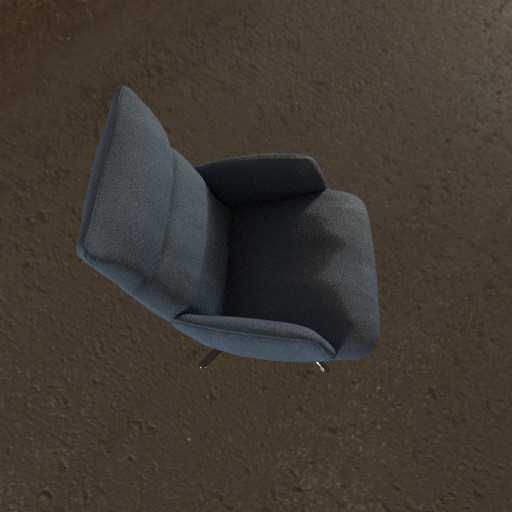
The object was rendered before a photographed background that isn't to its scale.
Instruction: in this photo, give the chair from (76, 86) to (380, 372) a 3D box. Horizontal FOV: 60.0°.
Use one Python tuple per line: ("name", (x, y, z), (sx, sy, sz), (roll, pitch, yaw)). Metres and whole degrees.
("chair", (0.000, 0.000, 1.545), (0.889, 1.016, 0.711), (1, 63, 1))
